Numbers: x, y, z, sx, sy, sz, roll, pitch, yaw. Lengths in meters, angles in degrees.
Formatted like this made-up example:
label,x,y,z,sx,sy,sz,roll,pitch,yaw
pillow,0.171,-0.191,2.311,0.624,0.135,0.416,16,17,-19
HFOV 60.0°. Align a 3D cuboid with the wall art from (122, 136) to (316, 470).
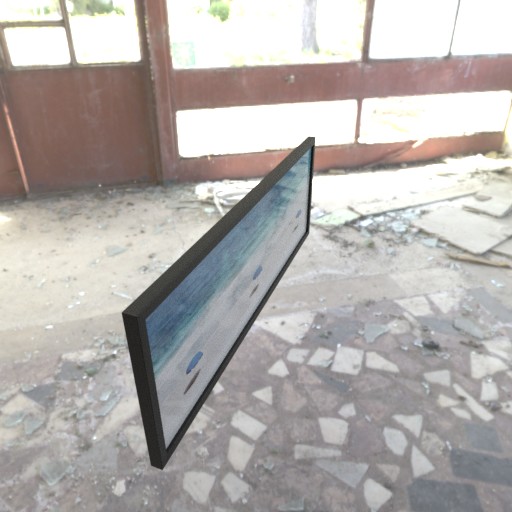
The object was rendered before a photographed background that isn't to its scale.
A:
label,x,y,z,sx,sy,sz,roll,pitch,yaw
wall art,0.000,0.000,1.766,0.041,0.554,1.572,11,32,18
